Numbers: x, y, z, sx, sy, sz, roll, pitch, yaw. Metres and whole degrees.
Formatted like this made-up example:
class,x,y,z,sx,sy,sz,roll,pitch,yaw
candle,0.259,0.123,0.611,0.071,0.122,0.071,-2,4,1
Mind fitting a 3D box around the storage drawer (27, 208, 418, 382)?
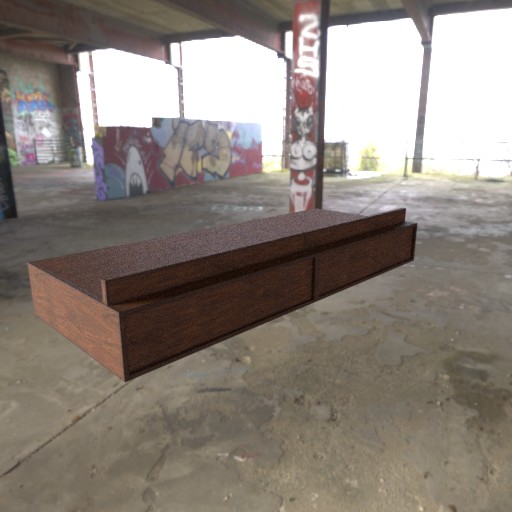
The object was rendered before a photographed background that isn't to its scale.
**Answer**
class,x,y,z,sx,sy,sz,roll,pitch,yaw
storage drawer,0.000,0.000,2.239,0.774,0.339,1.914,15,21,43
